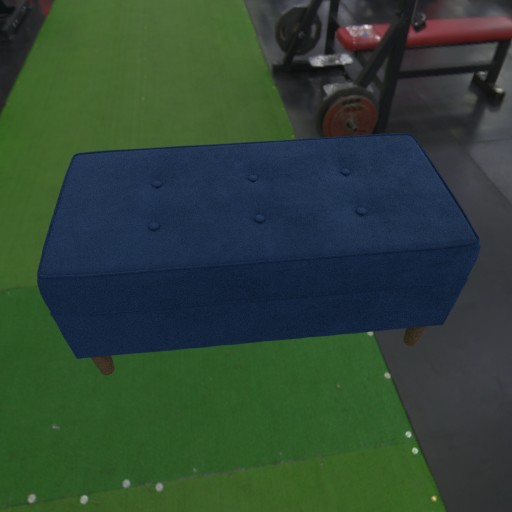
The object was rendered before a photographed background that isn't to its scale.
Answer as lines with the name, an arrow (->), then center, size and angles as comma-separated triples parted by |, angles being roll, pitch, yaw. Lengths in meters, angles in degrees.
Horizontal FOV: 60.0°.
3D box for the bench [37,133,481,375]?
bench -> 0.000, 0.000, 1.287 | 1.010, 0.467, 0.489 | -4, 47, -4
